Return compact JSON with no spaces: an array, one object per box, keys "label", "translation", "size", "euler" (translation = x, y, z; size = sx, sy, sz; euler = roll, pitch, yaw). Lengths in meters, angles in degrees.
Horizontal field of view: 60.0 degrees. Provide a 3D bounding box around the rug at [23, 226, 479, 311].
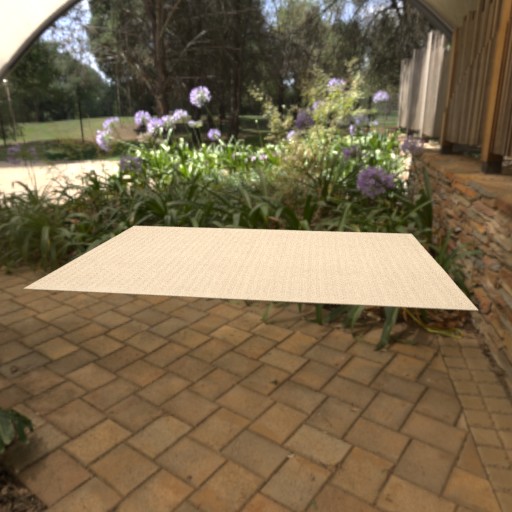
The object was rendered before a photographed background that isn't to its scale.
[{"label":"rug","translation":[0.000,0.000,2.921],"size":[2.289,0.006,1.523],"euler":[2,17,7]}]
